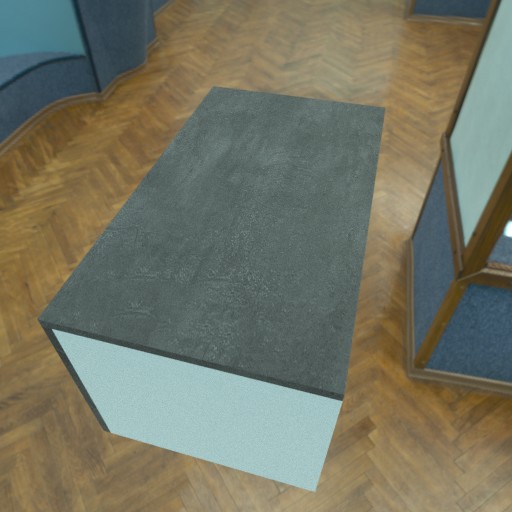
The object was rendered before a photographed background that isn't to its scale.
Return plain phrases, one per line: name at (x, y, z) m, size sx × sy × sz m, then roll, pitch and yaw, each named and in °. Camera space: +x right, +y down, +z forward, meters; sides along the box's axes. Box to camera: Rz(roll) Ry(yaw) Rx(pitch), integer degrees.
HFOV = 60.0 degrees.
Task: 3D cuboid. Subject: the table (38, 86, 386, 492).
table at (0.000, 0.000, 0.901) m, size 0.400 × 0.350 × 0.700 m, roll 11°, pitch 47°, yaw 11°
